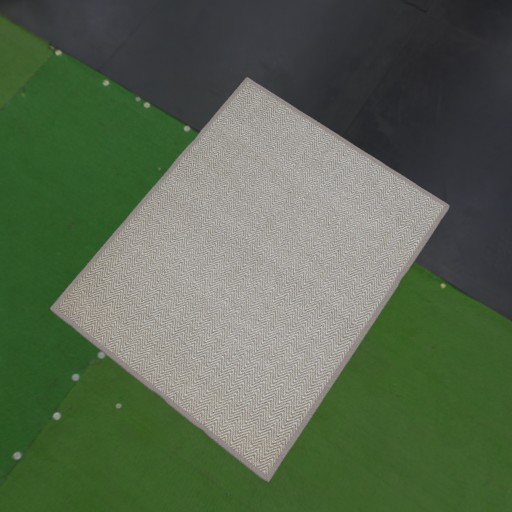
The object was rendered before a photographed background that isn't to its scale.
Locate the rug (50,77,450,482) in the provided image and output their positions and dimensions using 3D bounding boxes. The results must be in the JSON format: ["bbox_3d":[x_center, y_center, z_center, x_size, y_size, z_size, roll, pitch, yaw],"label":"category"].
[{"bbox_3d":[0.000,0.000,4.130,2.434,0.032,3.007,35,78,9],"label":"rug"}]
